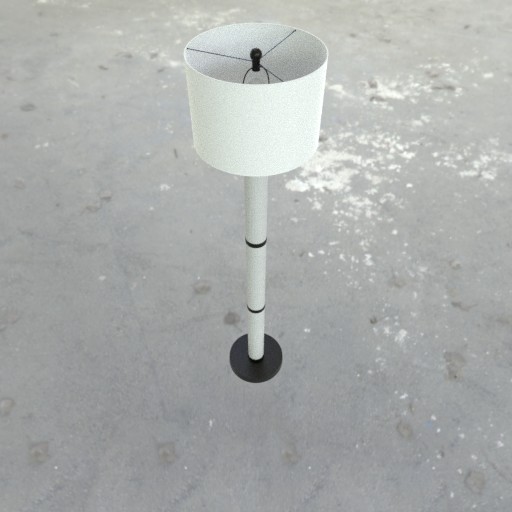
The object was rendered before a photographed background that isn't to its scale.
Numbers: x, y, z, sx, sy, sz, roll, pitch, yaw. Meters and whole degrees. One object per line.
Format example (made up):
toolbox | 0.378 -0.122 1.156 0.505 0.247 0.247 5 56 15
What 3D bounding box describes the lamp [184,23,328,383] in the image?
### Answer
lamp | 0.000 0.000 1.738 0.377 1.599 0.377 -17 50 -15
